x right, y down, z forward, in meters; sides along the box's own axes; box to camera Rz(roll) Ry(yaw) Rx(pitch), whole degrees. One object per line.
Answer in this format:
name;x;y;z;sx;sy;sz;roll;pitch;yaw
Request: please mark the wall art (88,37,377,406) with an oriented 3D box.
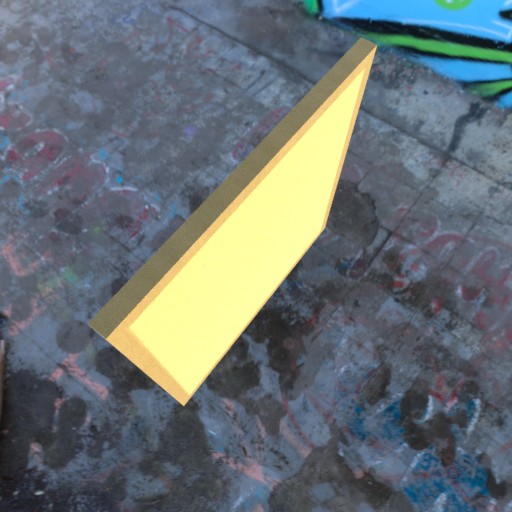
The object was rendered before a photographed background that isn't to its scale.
wall art;0.000;0.000;2.835;0.097;1.936;1.935;34;69;15
